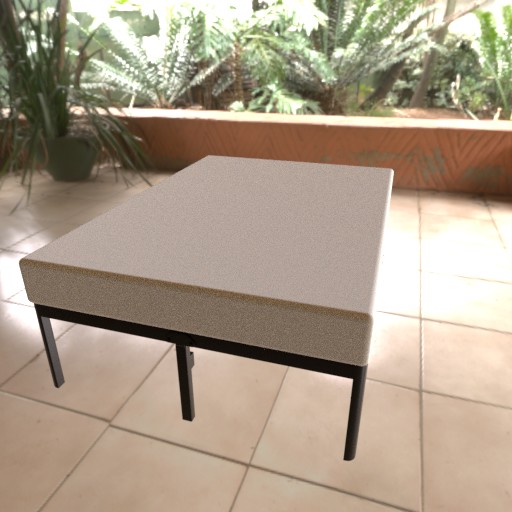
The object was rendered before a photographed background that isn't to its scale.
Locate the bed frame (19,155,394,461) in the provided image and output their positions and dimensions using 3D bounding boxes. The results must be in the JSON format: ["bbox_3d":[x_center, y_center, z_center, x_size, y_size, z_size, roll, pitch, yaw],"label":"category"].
[{"bbox_3d":[0.000,0.000,2.563,1.408,0.659,1.956,8,27,16],"label":"bed frame"}]
